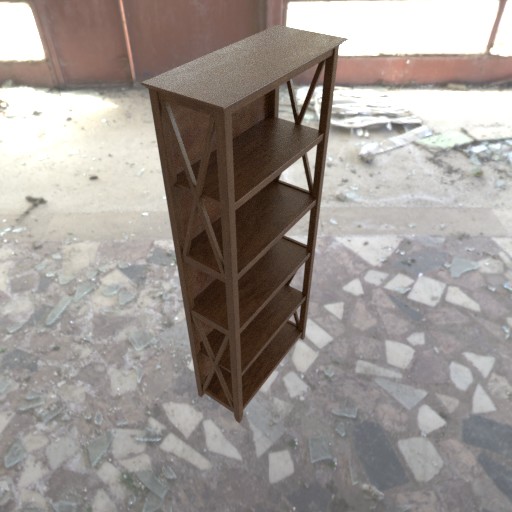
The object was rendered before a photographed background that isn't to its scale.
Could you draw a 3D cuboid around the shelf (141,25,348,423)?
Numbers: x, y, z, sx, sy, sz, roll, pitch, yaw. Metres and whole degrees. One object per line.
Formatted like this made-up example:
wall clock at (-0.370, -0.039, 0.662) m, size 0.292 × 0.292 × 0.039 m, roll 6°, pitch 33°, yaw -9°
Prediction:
shelf at (0.000, 0.000, 2.223) m, size 0.335 × 1.905 × 0.805 m, roll 25°, pitch 48°, yaw 25°
